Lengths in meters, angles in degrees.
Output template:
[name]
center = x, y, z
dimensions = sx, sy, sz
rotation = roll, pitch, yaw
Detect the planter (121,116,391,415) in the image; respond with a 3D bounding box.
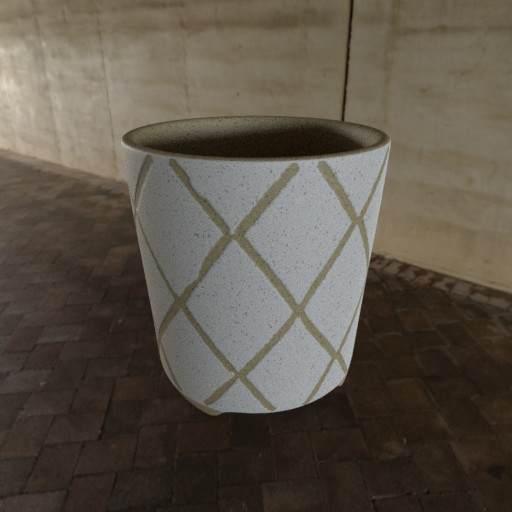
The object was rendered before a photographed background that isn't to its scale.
[planter]
center = 0.000, 0.000, 0.365
dimensions = 0.191, 0.199, 0.191
rotation = 0, 24, 0
